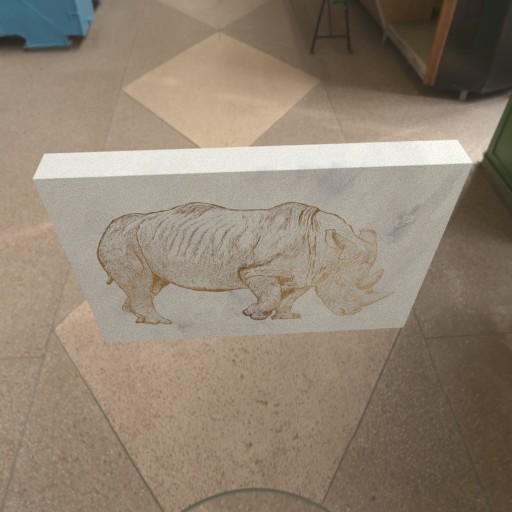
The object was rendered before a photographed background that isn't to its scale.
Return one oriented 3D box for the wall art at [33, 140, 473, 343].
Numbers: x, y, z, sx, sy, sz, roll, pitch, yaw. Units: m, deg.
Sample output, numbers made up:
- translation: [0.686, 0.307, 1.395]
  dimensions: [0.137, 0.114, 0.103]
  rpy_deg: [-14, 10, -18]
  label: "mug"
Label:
- translation: [0.000, 0.000, 0.488]
  dimensions: [0.381, 0.254, 0.038]
  rpy_deg: [-3, 47, -2]
  label: "wall art"
